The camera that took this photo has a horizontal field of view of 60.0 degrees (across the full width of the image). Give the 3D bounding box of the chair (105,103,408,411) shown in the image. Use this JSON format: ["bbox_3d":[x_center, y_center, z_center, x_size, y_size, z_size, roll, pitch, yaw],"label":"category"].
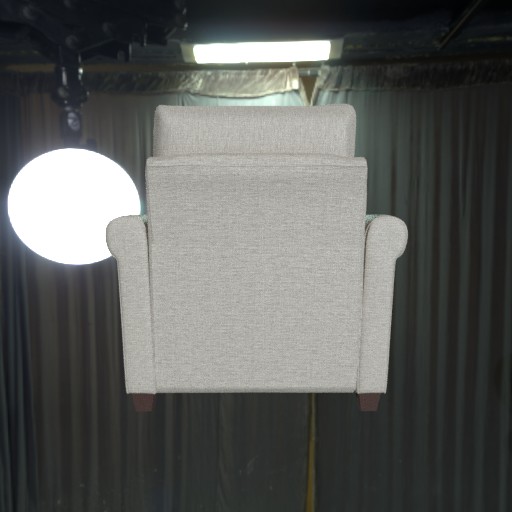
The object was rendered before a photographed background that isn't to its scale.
[{"bbox_3d":[0.000,0.000,2.310,1.275,1.349,1.180,0,2,0],"label":"chair"}]
